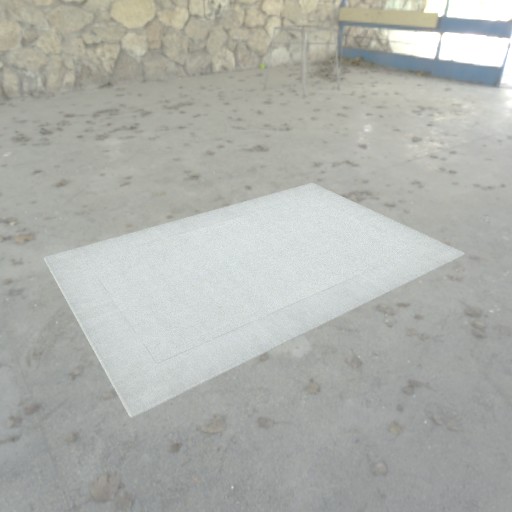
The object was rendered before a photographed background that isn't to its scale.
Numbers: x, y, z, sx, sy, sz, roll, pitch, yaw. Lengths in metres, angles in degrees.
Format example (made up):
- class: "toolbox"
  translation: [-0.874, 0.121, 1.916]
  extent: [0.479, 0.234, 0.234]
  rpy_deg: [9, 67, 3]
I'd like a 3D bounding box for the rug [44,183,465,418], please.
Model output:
- class: "rug"
  translation: [0.000, 0.000, 2.307]
  extent: [1.829, 0.013, 1.219]
  rpy_deg: [-20, 36, -29]
